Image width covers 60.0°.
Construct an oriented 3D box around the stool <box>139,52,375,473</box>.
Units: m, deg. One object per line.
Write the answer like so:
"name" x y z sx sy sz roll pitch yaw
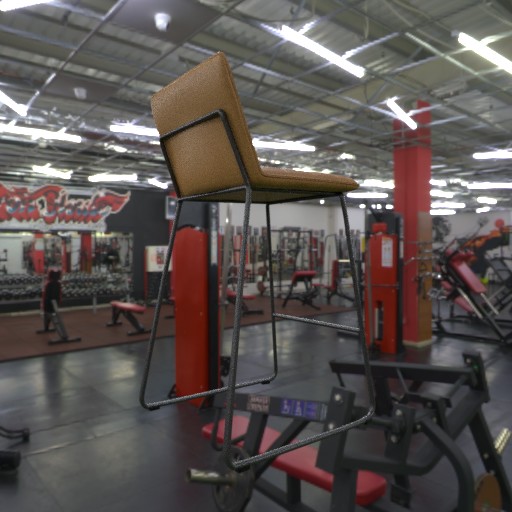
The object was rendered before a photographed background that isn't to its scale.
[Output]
"stool" 0.000 0.000 1.290 0.524 0.936 0.489 -1 1 -37
